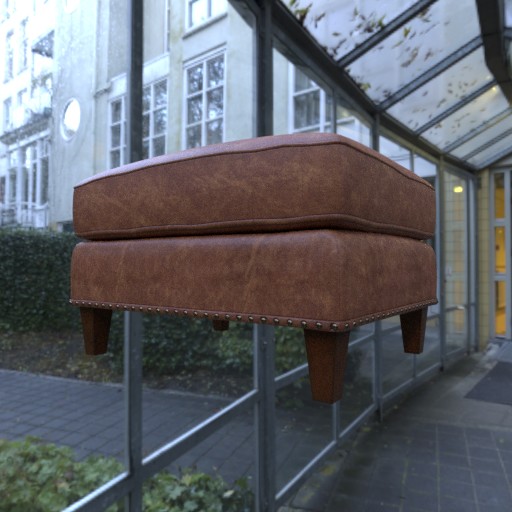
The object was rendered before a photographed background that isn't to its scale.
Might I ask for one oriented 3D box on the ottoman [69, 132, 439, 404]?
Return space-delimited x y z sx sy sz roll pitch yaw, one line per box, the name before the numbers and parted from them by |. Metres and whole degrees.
ottoman | 0.000 0.000 1.113 0.742 0.486 0.586 -1 -1 36
